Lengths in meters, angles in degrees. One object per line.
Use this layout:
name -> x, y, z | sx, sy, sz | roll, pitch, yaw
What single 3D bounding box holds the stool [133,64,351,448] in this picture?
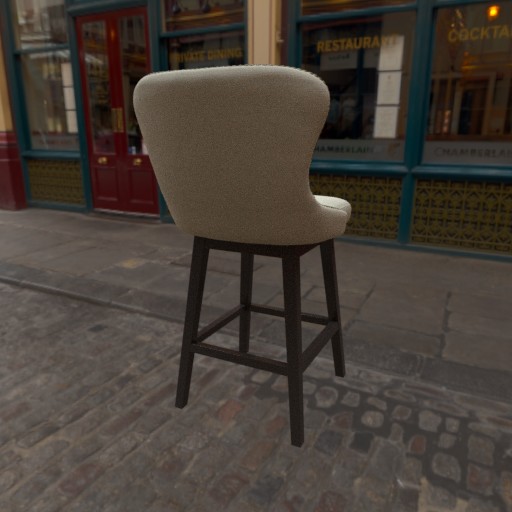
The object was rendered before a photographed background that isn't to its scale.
stool -> 0.000, 0.000, 1.317 | 0.528, 0.971, 0.593 | 7, 16, 26
